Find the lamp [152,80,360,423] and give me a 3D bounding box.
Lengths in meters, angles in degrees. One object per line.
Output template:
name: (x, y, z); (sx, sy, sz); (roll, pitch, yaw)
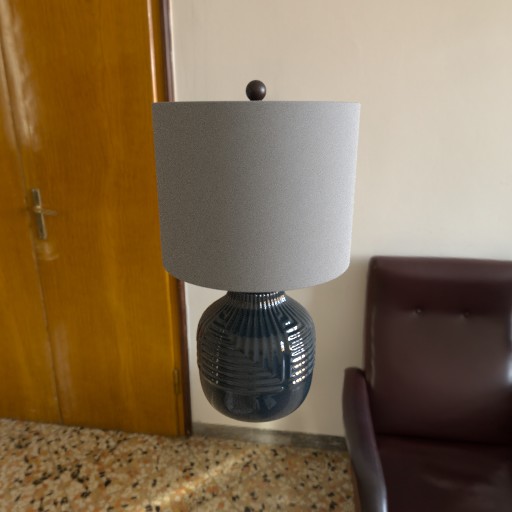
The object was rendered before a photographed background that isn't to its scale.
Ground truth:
lamp: (0.000, 0.000, 0.767); (0.318, 0.567, 0.318); (0, 18, 0)
